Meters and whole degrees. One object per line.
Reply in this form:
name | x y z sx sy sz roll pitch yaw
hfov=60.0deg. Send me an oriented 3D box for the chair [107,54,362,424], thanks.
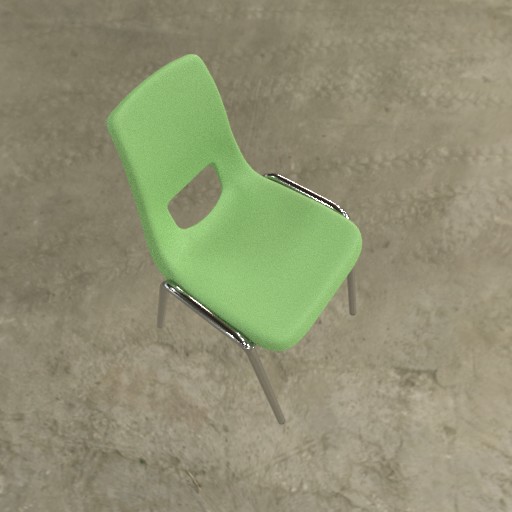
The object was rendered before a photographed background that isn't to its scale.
chair | 0.000 0.000 0.947 0.436 0.704 0.381 32 64 18
